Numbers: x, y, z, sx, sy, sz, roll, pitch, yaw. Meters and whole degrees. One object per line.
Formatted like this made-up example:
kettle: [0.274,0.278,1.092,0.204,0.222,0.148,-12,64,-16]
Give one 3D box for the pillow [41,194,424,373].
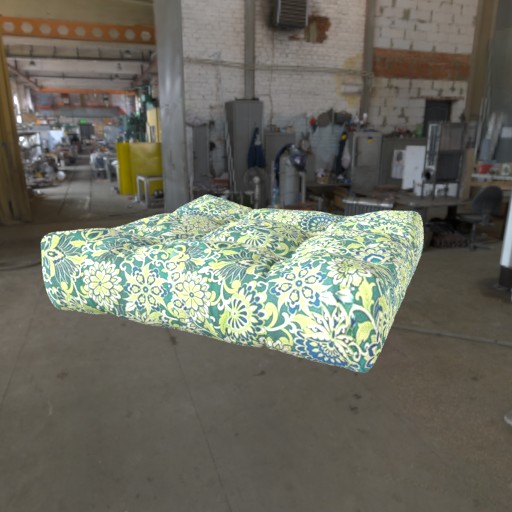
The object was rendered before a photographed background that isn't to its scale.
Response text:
pillow: [0.000,0.000,0.736,0.490,0.128,0.468,7,18,24]
